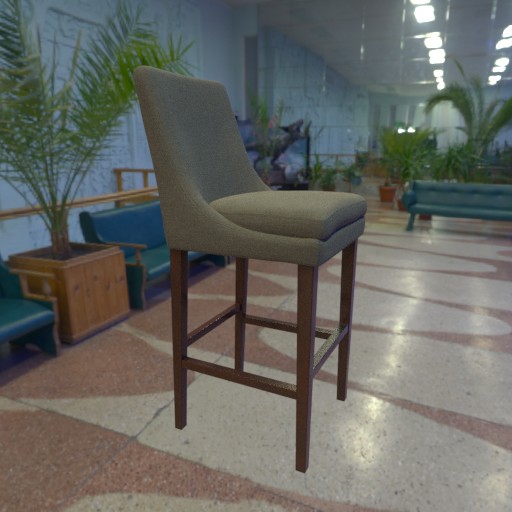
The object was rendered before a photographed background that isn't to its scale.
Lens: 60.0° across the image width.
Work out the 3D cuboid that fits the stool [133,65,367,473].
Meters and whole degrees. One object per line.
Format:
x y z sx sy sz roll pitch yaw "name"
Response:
0.000 0.000 1.371 0.577 1.078 0.470 7 16 26 "stool"
